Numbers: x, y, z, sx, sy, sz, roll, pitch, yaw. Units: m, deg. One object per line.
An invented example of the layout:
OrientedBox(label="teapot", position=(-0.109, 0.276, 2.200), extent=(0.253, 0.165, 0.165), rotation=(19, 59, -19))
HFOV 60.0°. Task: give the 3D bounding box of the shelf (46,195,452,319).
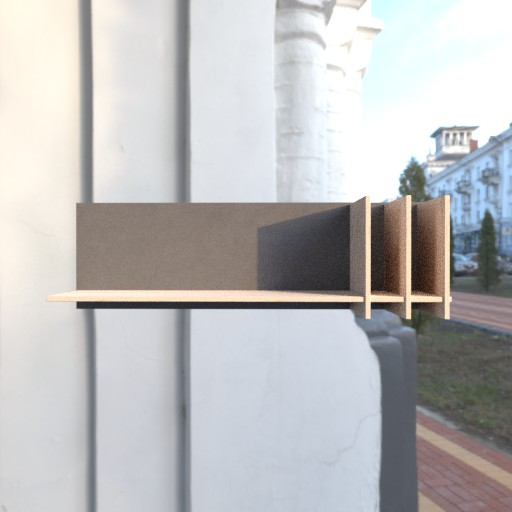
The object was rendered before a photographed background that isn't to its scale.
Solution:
OrientedBox(label="shelf", position=(0.000, 0.000, 1.158), extent=(1.020, 0.300, 0.200), rotation=(0, 0, 1))
